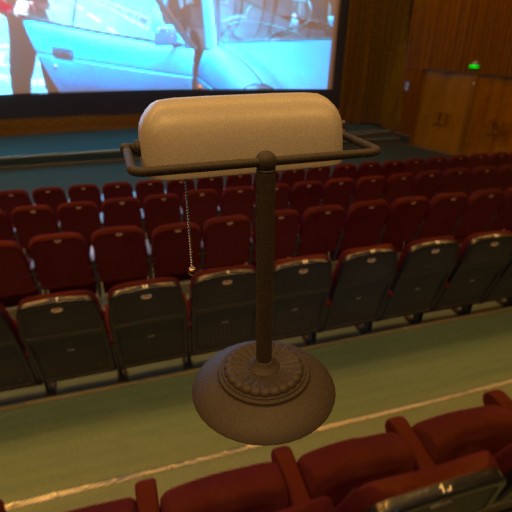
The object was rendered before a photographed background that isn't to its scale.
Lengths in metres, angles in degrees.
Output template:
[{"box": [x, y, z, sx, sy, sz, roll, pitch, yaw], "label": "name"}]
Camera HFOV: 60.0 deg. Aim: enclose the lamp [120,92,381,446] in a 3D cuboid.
[{"box": [0.000, 0.000, 0.509, 0.264, 0.339, 0.243, -8, 28, -16], "label": "lamp"}]
